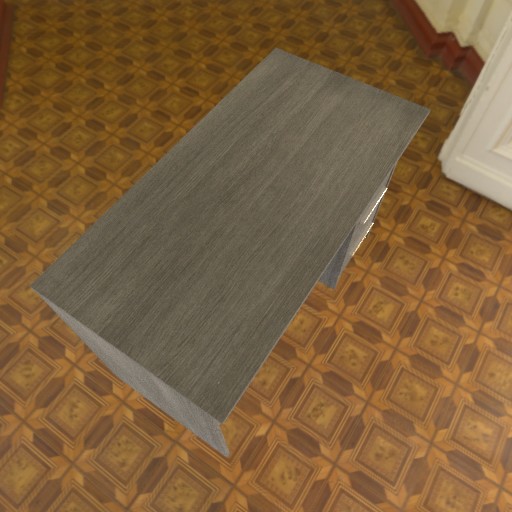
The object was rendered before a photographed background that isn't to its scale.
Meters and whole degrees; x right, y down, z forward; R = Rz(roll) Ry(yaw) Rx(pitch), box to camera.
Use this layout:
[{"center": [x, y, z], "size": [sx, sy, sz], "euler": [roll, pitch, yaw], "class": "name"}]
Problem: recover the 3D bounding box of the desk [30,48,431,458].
[{"center": [0.000, 0.000, 1.518], "size": [0.560, 0.735, 1.097], "euler": [29, 63, 16], "class": "desk"}]
